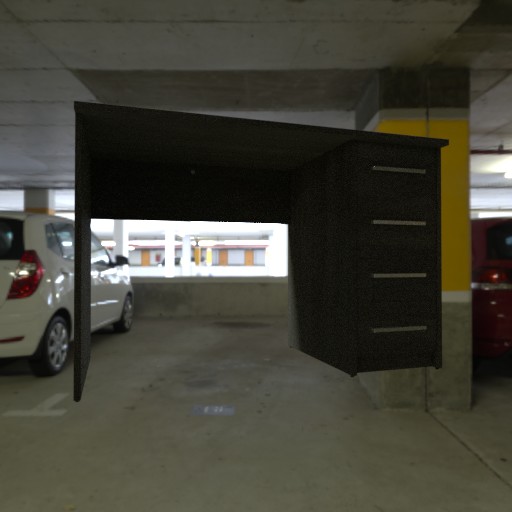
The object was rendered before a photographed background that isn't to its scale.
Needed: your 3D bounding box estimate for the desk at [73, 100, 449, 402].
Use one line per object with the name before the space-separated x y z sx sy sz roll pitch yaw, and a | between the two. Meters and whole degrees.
desk | 0.000 0.000 1.486 1.096 0.730 0.560 0 -1 -18
